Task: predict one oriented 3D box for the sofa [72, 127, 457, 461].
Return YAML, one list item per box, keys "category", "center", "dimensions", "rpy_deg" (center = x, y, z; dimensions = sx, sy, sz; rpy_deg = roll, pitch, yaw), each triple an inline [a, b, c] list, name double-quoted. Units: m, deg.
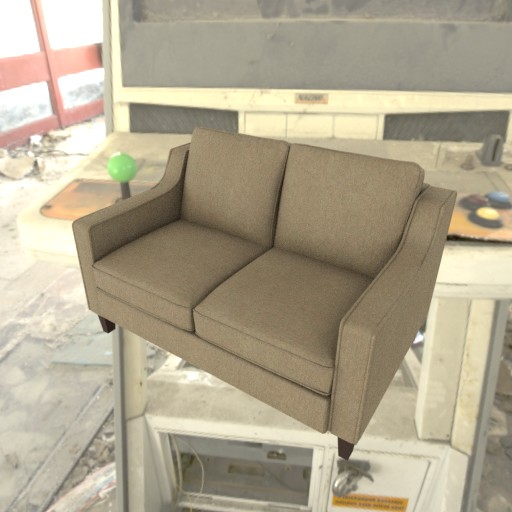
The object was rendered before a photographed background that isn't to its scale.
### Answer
- category: "sofa"
  center: [0.000, 0.000, 2.132]
  dimensions: [1.503, 0.981, 0.985]
  rpy_deg: [18, 34, 29]
